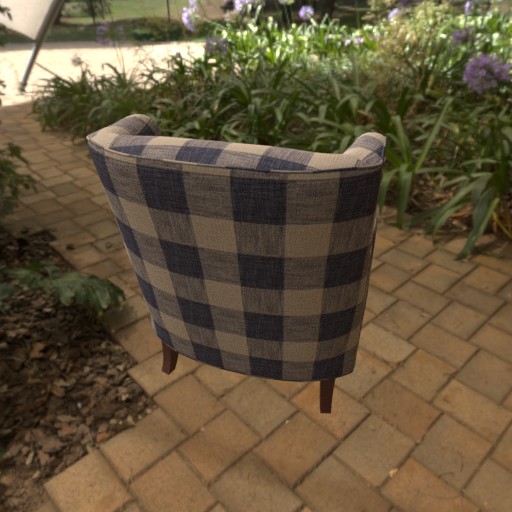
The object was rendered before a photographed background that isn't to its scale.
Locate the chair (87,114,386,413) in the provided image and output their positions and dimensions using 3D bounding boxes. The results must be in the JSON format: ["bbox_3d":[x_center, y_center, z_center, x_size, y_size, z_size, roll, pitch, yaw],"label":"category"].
[{"bbox_3d":[0.000,0.000,1.656,0.830,1.041,0.889,9,31,16],"label":"chair"}]
